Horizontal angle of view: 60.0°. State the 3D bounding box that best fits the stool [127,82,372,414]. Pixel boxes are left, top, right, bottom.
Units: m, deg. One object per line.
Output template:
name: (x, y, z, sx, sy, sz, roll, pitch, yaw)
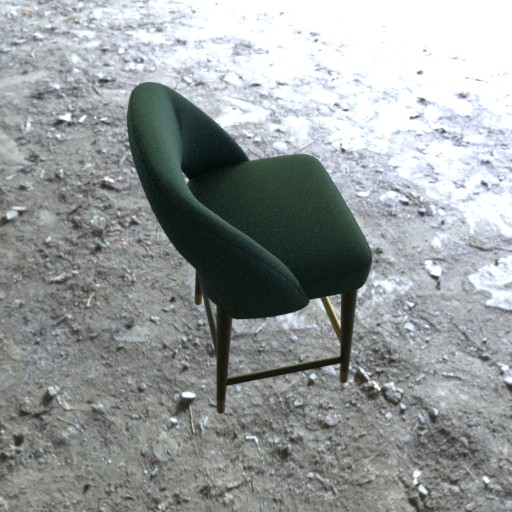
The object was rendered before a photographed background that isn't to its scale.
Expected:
stool: (0.000, 0.000, 1.245, 0.522, 0.939, 0.536, -11, 50, -9)
